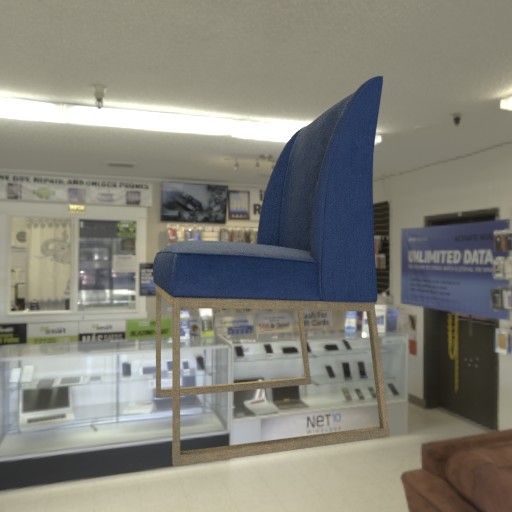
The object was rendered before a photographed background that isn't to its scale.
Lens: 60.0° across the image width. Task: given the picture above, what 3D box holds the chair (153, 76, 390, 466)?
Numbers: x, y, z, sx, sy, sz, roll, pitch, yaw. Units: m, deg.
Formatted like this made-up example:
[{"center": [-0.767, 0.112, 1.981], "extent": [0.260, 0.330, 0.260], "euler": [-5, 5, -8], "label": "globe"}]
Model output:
[{"center": [0.000, 0.000, 1.205], "extent": [0.522, 0.863, 0.508], "euler": [0, 0, -17], "label": "chair"}]
